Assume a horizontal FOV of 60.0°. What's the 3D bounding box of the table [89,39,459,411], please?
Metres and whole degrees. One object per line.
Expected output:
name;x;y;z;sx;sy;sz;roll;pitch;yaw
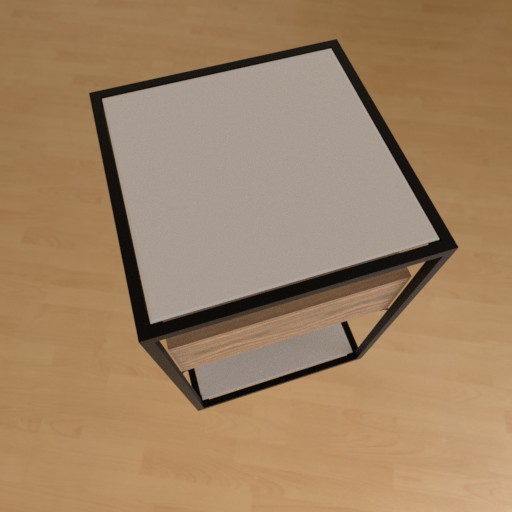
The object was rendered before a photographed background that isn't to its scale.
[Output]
table;0.000;0.000;0.814;0.378;0.540;0.378;-16;65;-8
